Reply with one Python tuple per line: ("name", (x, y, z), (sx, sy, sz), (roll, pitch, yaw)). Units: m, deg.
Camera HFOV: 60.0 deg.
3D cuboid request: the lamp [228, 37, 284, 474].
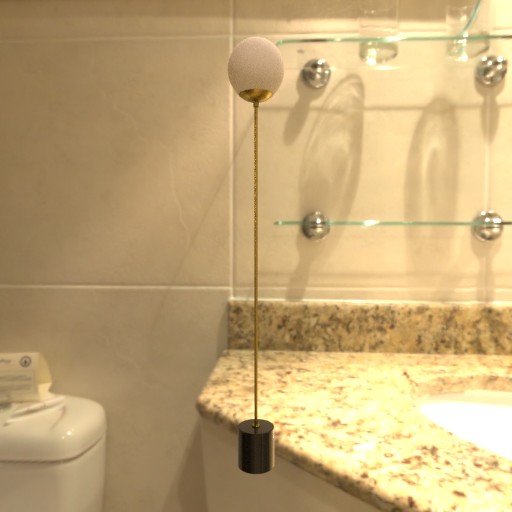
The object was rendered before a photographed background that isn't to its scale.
("lamp", (0.000, 0.000, 1.821), (0.229, 1.748, 0.229), (-1, 3, -34))
